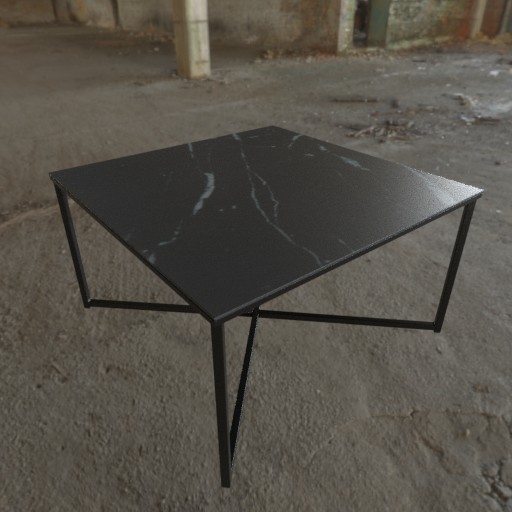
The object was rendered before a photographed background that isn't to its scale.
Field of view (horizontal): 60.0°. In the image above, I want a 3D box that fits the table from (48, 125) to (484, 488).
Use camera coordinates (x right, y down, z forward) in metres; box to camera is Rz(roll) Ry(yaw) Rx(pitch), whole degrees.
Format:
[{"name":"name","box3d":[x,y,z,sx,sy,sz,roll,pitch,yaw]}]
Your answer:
[{"name":"table","box3d":[0.000,0.000,1.259,0.800,0.450,0.800,-22,37,-33]}]
